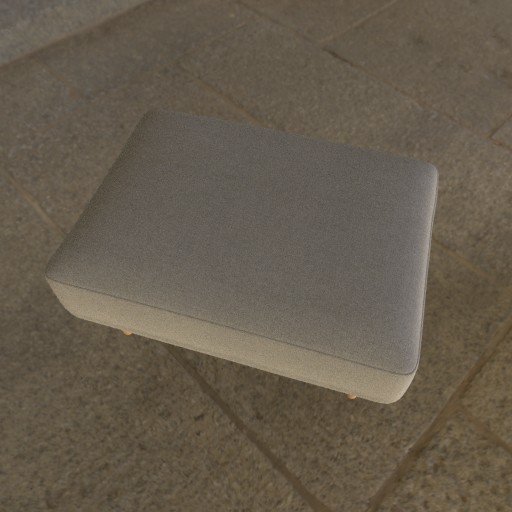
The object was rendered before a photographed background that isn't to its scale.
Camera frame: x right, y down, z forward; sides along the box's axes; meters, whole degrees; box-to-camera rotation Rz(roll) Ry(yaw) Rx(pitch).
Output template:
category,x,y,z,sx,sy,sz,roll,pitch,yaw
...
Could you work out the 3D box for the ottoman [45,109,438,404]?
category,x,y,z,sx,sy,sz,roll,pitch,yaw
ottoman,0.000,0.000,1.078,0.749,0.428,0.549,14,58,9
